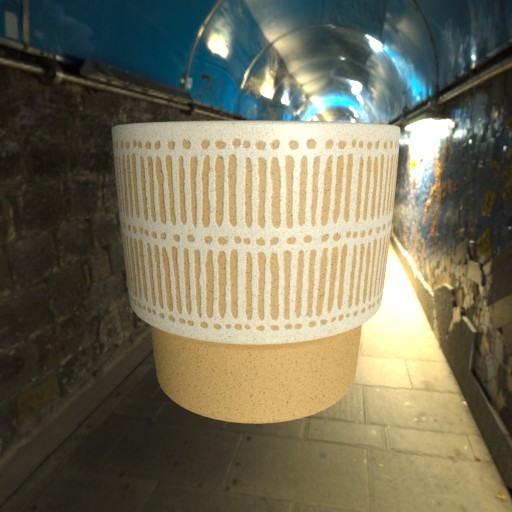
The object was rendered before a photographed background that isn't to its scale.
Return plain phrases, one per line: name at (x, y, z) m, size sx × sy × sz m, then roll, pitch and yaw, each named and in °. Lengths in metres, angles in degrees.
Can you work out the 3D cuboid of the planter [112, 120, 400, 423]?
planter at (0.000, 0.000, 0.545) m, size 0.317 × 0.303 × 0.317 m, roll 0°, pitch 14°, yaw 0°
